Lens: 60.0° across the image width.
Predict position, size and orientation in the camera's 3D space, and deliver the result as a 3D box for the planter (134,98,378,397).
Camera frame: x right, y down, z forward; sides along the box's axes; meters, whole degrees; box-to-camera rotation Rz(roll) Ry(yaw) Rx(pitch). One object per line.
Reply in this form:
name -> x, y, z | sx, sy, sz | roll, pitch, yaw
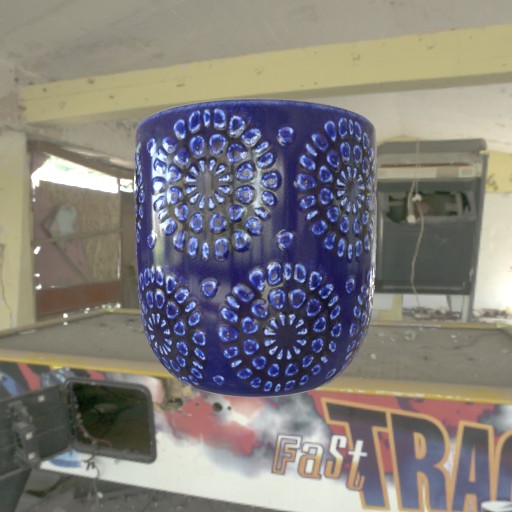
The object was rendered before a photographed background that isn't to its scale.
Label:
planter -> 0.000, 0.000, 0.207 | 0.109, 0.112, 0.109 | 0, 1, 0
